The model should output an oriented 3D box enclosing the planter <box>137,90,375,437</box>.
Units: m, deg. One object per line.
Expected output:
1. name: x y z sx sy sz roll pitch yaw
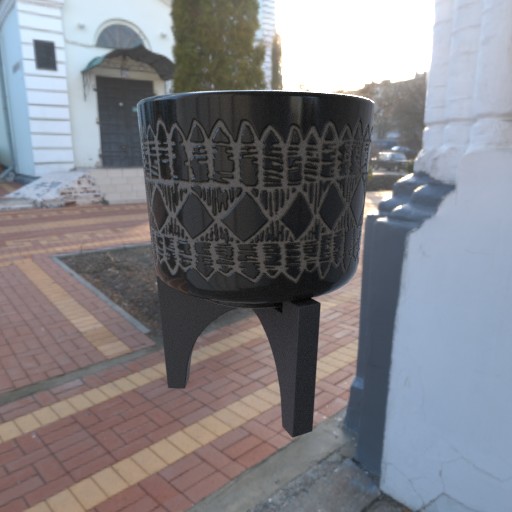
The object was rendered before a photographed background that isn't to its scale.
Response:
1. planter: 0.000 0.000 0.406 0.196 0.264 0.196 -7 15 -26
